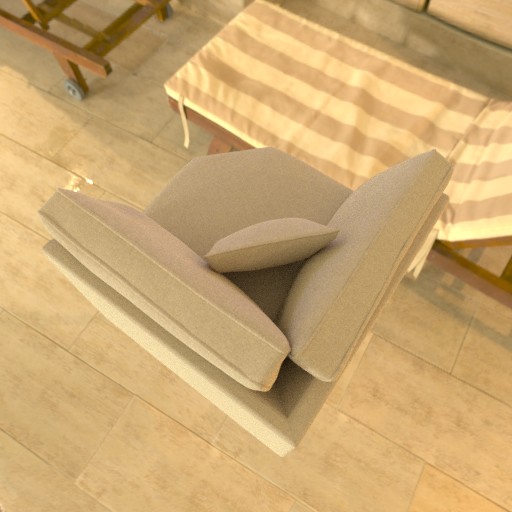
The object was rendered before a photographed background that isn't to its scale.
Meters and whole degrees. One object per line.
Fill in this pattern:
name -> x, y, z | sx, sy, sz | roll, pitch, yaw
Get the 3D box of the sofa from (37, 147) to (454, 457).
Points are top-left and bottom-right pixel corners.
sofa -> 0.000, 0.000, 1.786 | 1.042, 0.937, 1.050 | 33, 68, 15
